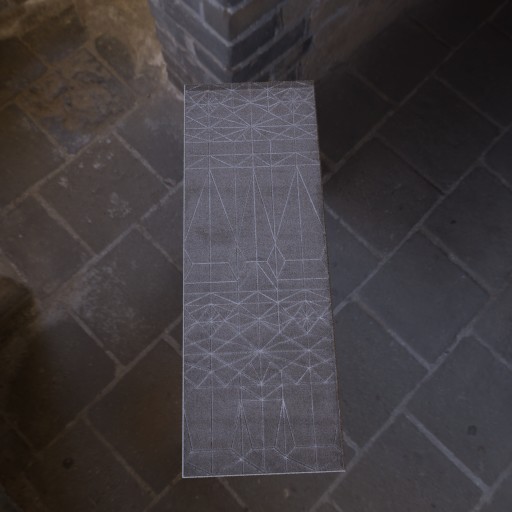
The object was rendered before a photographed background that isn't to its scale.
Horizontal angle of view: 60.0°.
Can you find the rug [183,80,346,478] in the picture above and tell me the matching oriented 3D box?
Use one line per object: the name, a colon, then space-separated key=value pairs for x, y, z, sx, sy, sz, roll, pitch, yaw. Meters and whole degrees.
rug: x=0.000 y=0.000 z=2.646 sx=0.864 sy=0.012 sz=2.388 roll=-2 pitch=75 yaw=-1
